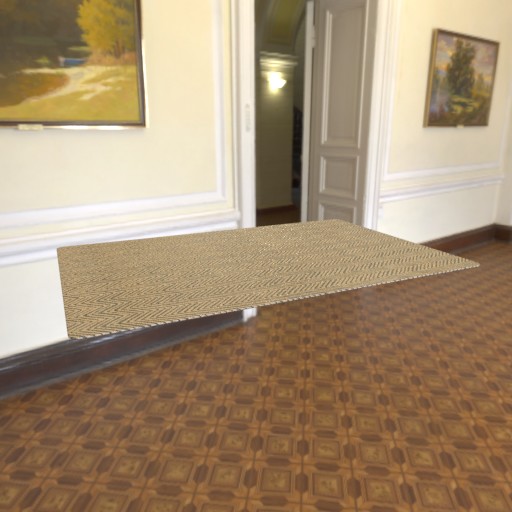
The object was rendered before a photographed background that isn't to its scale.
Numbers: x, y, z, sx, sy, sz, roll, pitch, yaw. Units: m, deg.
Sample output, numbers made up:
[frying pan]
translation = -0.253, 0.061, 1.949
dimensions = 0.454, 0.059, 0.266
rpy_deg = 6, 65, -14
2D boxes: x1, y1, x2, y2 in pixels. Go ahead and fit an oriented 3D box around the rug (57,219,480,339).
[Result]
[rug]
translation = 0.000, 0.000, 2.158
dimensions = 1.752, 0.008, 1.144
rpy_deg = -7, 18, -24
